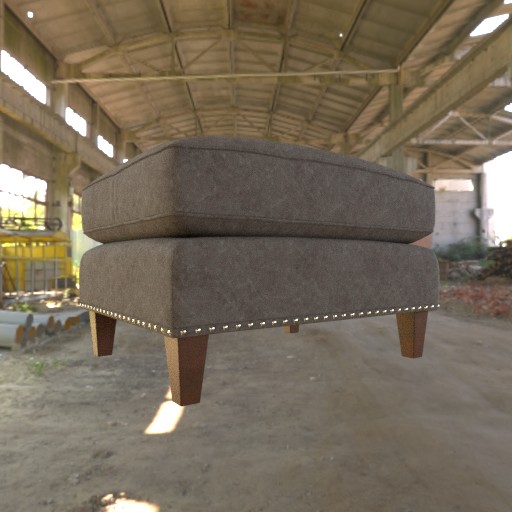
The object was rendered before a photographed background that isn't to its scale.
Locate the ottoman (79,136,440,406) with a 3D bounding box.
[{"bbox_3d":[0.000,0.000,1.143,0.741,0.513,0.584,1,-1,-35],"label":"ottoman"}]
